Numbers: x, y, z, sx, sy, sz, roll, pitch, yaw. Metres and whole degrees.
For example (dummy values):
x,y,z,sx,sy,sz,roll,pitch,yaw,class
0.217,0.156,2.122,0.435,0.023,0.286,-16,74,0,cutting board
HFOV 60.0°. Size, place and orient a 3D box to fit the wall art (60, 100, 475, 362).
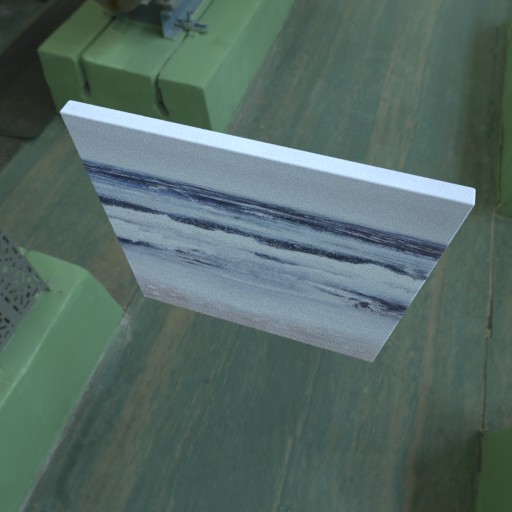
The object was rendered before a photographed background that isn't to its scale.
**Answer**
x,y,z,sx,sy,sz,roll,pitch,yaw,class
0.000,0.000,1.100,0.755,0.747,0.065,15,58,9,wall art
